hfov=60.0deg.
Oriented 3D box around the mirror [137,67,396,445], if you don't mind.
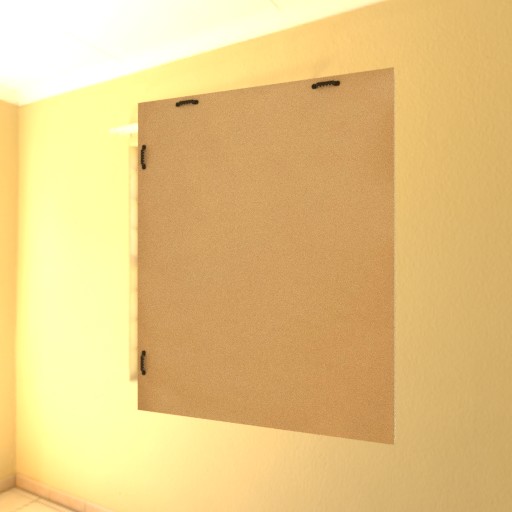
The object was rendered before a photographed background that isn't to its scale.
[{"bbox_3d":[0.000,0.000,0.678,0.405,0.508,0.041,0,0,20],"label":"mirror"}]
